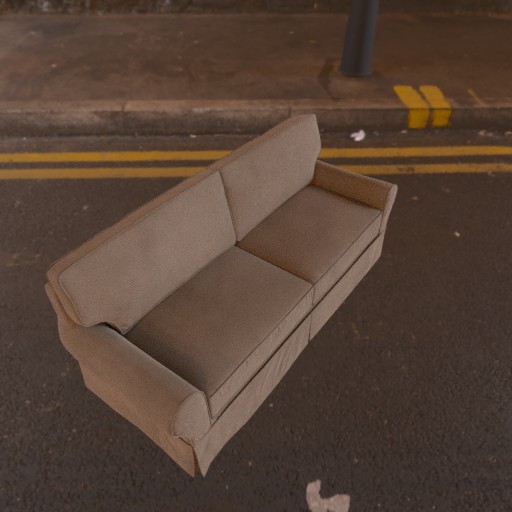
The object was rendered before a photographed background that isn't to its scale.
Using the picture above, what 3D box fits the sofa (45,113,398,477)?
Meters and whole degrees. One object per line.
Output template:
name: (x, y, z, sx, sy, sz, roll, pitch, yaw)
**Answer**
sofa: (0.000, 0.000, 2.685, 0.900, 1.014, 2.246, 26, 47, 27)
